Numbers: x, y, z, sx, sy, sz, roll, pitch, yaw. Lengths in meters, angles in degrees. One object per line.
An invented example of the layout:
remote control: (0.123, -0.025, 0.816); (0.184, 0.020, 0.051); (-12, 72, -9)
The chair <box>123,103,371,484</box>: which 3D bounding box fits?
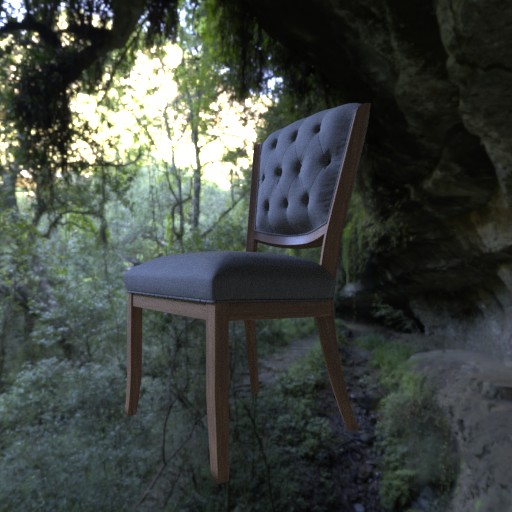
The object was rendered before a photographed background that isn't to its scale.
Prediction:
chair: (0.000, 0.000, 1.245); (0.584, 0.905, 0.513); (1, -2, -36)
